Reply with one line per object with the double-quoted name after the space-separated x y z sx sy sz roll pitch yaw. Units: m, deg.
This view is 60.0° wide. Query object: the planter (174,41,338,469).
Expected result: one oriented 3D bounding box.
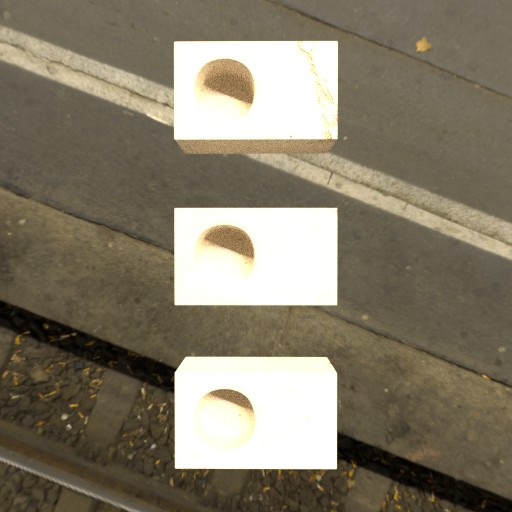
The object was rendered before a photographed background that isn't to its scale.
0.000 0.000 0.371 0.127 0.051 0.333 0 91 0 "planter"
